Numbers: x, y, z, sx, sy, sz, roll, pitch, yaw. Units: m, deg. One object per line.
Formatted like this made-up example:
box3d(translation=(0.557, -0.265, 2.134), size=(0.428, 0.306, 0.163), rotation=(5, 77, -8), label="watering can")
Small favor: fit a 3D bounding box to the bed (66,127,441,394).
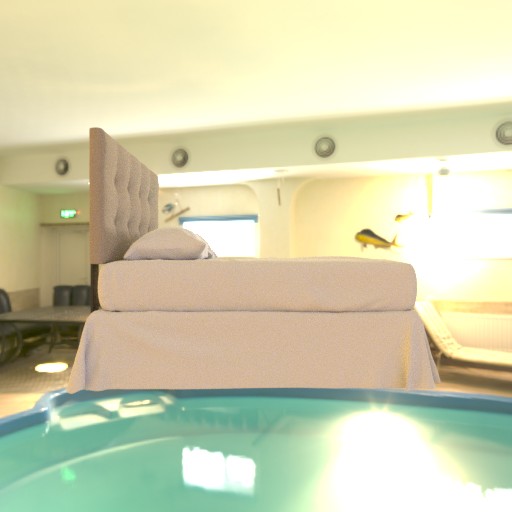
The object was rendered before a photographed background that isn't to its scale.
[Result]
box3d(translation=(0.000, 0.000, 3.506), size=(2.222, 1.577, 1.936), rotation=(0, 0, -1), label="bed")
